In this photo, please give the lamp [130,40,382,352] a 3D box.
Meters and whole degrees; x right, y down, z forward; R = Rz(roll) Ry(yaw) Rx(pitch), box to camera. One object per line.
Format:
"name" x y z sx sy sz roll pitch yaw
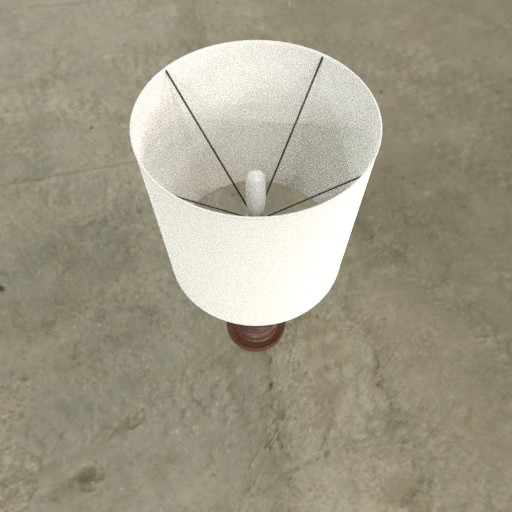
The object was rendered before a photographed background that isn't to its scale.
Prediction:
"lamp" 0.000 0.000 0.565 0.208 0.455 0.208 15 60 9
